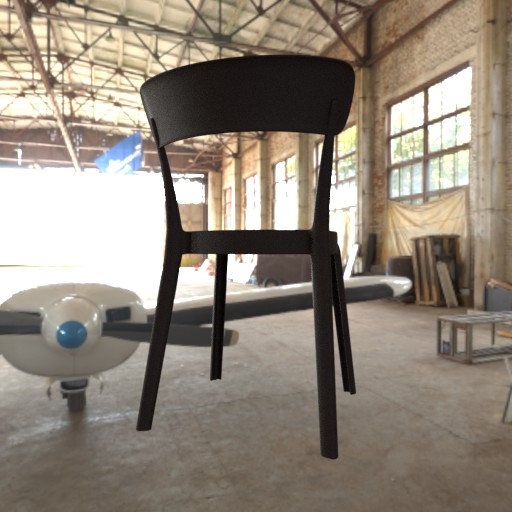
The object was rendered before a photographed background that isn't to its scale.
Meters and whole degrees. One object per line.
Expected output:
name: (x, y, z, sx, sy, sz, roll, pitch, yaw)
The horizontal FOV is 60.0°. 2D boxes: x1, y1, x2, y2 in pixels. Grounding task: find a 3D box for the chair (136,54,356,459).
chair: (0.000, 0.000, 1.109, 0.506, 0.790, 0.491, 0, 1, 18)
